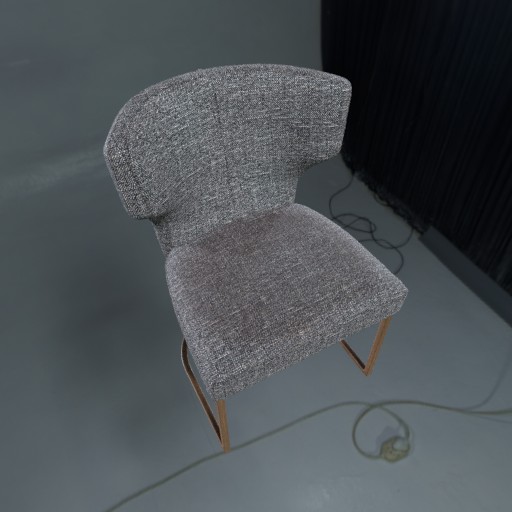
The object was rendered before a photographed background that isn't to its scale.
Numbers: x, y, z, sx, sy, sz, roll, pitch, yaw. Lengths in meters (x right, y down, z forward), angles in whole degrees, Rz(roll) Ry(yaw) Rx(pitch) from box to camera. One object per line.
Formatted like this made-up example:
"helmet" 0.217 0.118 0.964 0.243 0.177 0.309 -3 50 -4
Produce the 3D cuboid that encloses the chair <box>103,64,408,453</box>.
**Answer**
"chair" 0.000 0.000 1.214 0.611 0.824 0.617 -22 50 -19
